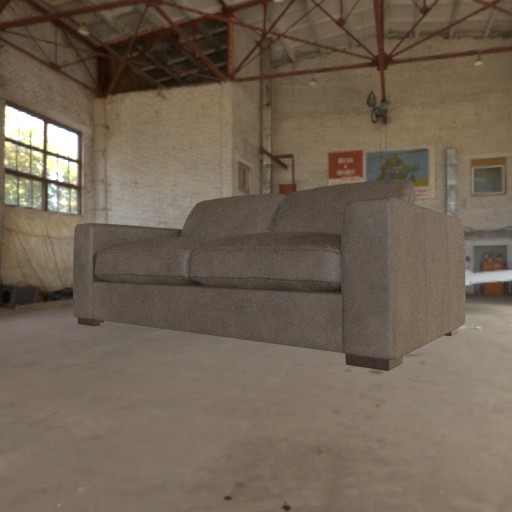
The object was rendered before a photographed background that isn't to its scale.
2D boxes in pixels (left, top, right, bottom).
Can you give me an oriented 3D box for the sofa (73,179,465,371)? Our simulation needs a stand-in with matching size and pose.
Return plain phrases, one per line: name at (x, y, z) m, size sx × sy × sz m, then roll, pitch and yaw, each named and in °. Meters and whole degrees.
sofa at (0.000, 0.000, 2.437) m, size 1.920 × 0.800 × 1.070 m, roll 0°, pitch -1°, yaw 37°
